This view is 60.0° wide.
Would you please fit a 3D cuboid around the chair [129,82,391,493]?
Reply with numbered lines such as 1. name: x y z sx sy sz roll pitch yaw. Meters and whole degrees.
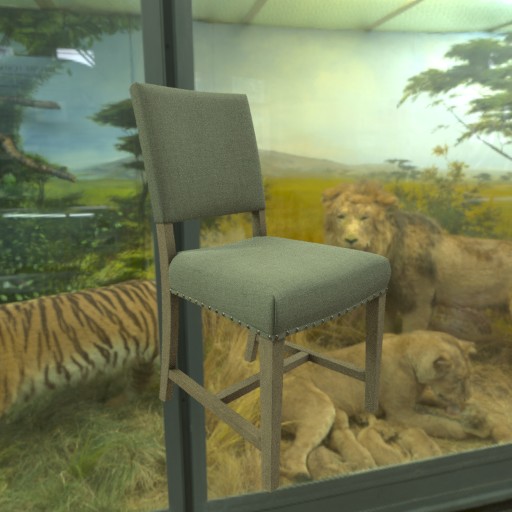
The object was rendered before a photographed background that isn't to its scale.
1. chair: 0.000 0.000 1.324 0.508 0.986 0.622 -13 19 -43
